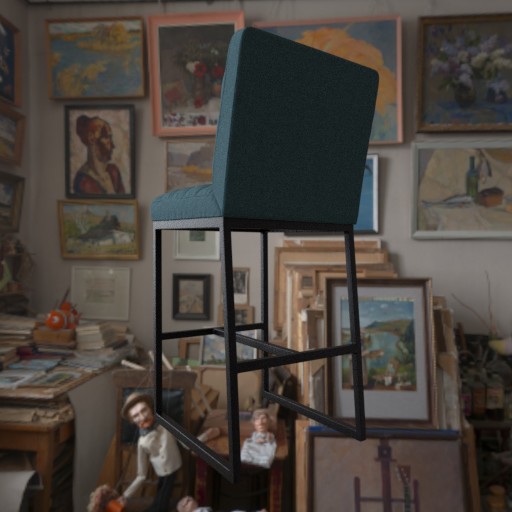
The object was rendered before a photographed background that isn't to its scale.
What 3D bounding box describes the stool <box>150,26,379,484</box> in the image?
[{"bbox_3d":[0.000,0.000,1.320,0.460,1.040,0.560,0,0,-34],"label":"stool"}]
